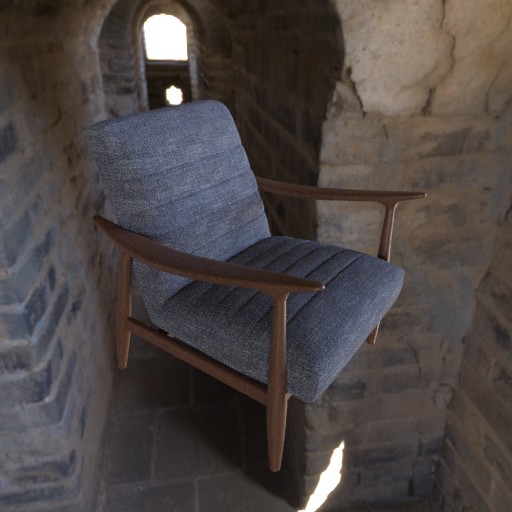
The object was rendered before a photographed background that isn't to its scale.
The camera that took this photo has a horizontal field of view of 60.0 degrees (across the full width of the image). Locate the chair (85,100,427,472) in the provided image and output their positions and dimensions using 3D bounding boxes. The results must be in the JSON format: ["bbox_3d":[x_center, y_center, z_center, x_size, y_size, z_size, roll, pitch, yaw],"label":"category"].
[{"bbox_3d":[0.000,0.000,1.393,0.798,0.832,0.741,18,32,31],"label":"chair"}]
